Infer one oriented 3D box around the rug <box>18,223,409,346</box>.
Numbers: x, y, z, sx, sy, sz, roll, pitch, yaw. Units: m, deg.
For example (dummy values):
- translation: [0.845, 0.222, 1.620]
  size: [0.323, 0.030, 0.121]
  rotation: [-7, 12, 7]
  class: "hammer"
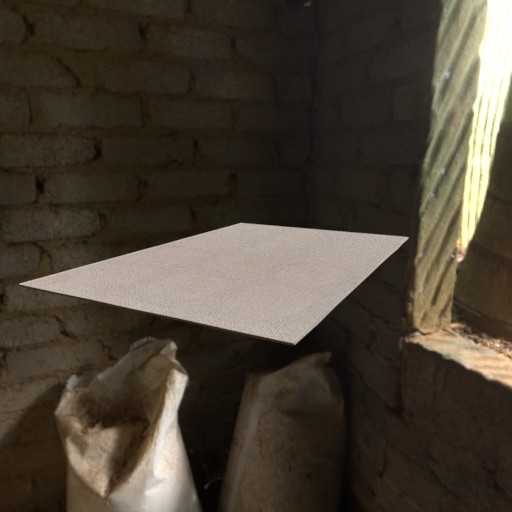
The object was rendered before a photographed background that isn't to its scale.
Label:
- translation: [0.000, 0.000, 2.320]
  size: [1.236, 0.009, 1.839]
  rotation: [7, 15, 27]
  class: "rug"
